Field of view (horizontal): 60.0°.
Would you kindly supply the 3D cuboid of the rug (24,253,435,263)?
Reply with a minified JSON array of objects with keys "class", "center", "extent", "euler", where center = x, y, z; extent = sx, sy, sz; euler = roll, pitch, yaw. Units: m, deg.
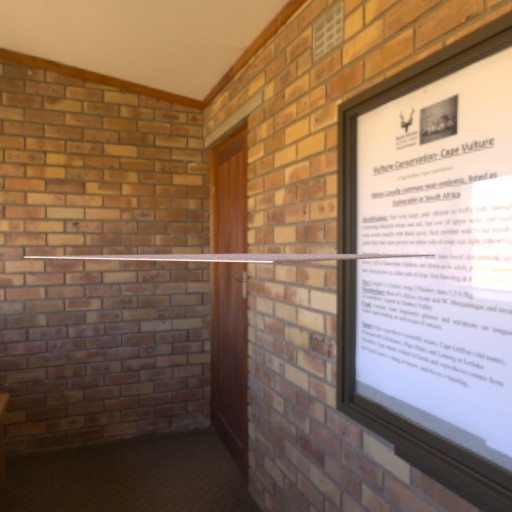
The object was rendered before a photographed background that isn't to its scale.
[{"class":"rug","center":[0.000,0.000,4.001],"extent":[2.363,0.012,2.980],"euler":[1,1,36]}]
